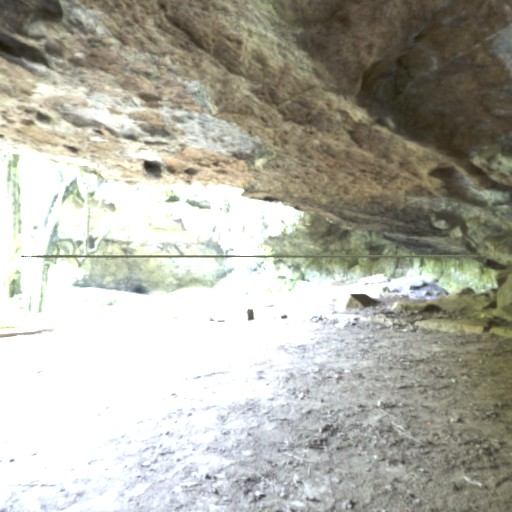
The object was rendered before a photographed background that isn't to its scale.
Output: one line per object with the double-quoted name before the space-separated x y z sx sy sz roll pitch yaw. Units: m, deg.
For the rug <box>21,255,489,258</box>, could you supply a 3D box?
"rug" 0.000 0.000 2.802 2.544 0.015 0.795 0 0 -1
